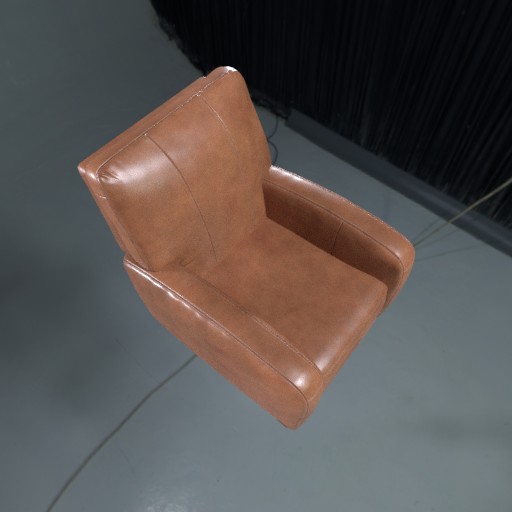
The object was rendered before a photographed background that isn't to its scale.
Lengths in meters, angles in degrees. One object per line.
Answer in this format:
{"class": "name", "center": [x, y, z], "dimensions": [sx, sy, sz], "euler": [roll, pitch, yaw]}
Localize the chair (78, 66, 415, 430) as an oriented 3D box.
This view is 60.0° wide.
{"class": "chair", "center": [0.000, 0.000, 1.693], "dimensions": [0.990, 0.990, 0.762], "euler": [34, 64, 20]}
